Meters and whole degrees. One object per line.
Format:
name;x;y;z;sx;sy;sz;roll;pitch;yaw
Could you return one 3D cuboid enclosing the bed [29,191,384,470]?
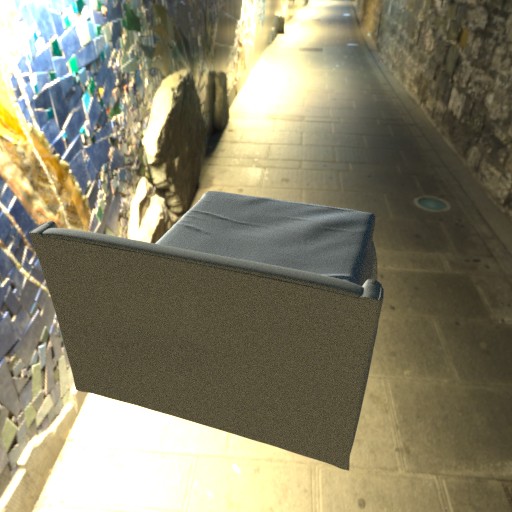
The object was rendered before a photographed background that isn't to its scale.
bed;0.000;0.000;3.424;1.925;1.332;2.276;10;34;16
